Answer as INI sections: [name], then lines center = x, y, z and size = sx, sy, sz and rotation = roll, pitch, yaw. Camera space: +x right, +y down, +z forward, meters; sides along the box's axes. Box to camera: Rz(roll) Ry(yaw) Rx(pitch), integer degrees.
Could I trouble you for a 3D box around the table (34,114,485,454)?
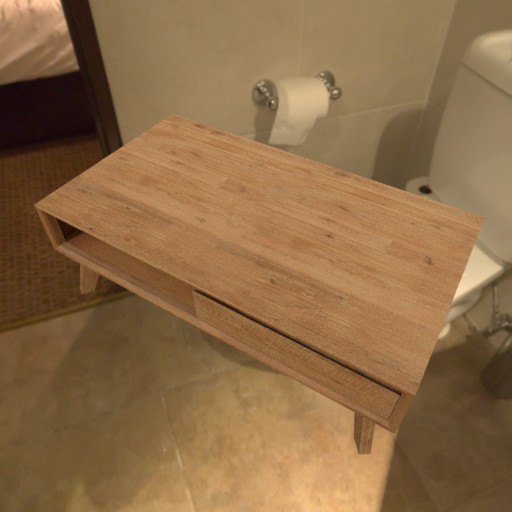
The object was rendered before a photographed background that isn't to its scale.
[table]
center = 0.000, 0.000, 2.011
size = 1.619, 0.531, 0.918
rotation = 24, 50, 21
